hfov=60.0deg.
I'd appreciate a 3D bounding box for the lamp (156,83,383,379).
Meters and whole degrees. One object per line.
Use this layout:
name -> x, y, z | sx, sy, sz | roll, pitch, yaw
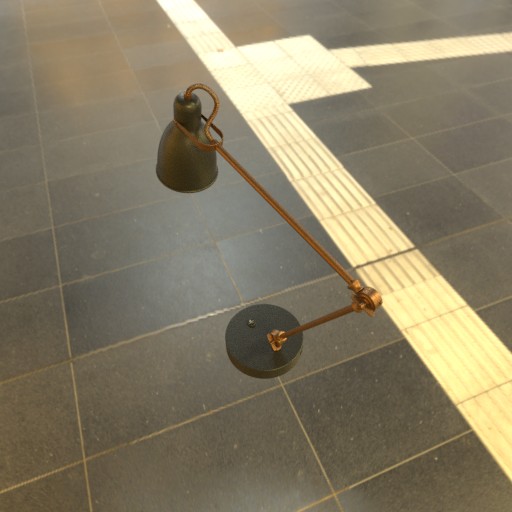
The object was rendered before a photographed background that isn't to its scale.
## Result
lamp -> 0.000, 0.000, 0.885 | 0.187, 0.587, 0.561 | -33, 55, -27
